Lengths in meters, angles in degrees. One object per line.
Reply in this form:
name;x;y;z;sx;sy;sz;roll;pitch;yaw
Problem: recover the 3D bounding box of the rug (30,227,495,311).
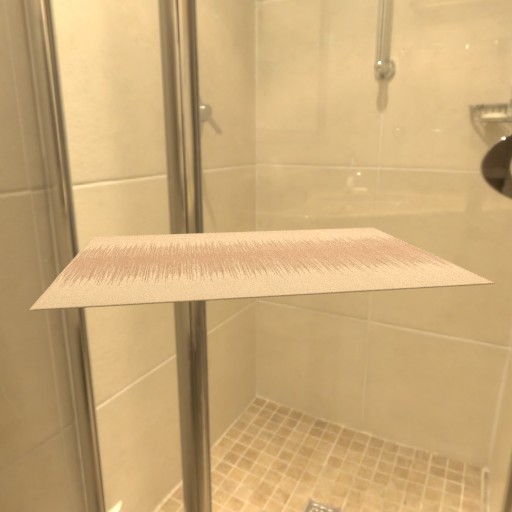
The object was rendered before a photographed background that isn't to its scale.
rug;0.000;0.000;2.312;1.850;0.006;1.234;-2;15;-9
